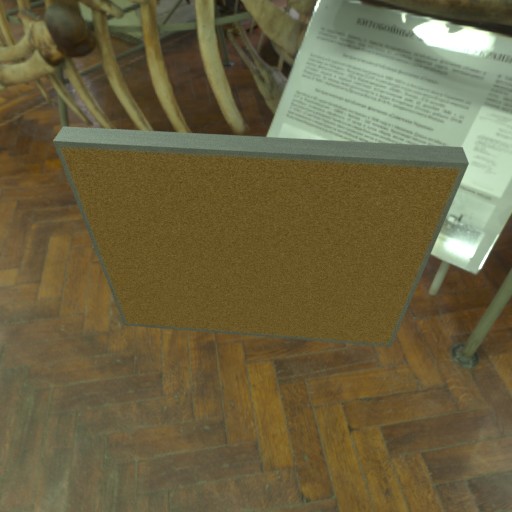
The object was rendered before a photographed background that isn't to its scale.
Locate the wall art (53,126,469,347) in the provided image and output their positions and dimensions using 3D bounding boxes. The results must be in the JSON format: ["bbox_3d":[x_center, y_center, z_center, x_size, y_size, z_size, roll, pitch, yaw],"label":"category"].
[{"bbox_3d":[0.000,0.000,0.769,0.557,0.450,0.037,4,47,4],"label":"wall art"}]
